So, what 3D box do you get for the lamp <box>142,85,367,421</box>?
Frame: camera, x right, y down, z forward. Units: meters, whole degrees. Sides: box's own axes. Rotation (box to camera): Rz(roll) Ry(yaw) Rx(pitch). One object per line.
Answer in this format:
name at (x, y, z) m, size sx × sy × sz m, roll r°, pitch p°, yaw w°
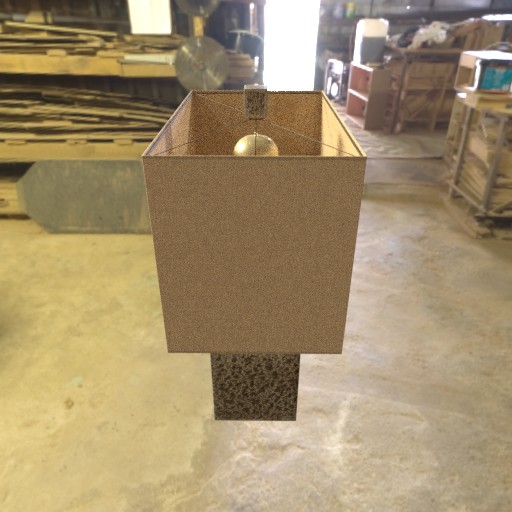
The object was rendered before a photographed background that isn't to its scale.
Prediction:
lamp at (0.000, 0.000, 0.569) m, size 0.180 × 0.411 × 0.294 m, roll 0°, pitch 30°, yaw 1°
